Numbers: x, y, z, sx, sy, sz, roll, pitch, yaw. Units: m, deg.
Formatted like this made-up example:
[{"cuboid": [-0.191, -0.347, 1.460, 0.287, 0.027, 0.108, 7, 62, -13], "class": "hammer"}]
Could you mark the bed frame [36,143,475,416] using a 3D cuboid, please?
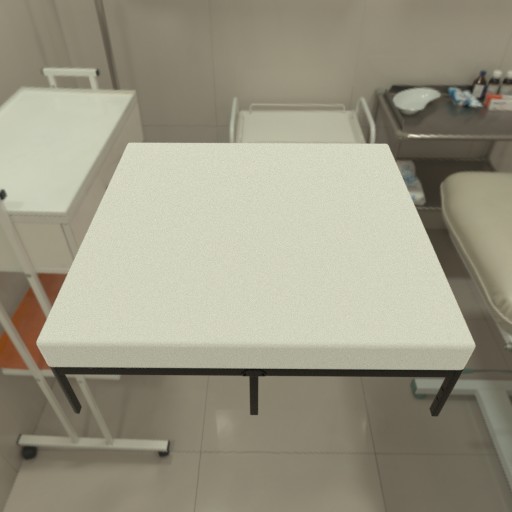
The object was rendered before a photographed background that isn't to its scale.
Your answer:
[{"cuboid": [0.000, 0.000, 2.998, 2.079, 0.659, 1.963, 0, 42, 0], "class": "bed frame"}]
